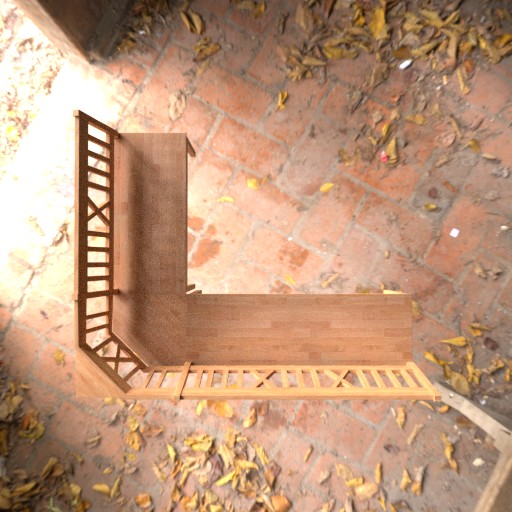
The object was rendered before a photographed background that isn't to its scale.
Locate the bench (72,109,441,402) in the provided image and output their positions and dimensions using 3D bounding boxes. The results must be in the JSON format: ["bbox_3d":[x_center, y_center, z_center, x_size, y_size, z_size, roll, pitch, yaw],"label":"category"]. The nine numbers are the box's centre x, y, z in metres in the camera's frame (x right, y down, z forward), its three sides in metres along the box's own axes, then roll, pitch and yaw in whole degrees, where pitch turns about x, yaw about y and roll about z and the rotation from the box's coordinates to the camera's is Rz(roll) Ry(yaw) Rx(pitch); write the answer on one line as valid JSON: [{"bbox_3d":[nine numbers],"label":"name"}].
[{"bbox_3d":[0.000,0.000,2.777,1.937,0.902,1.537,0,89,0],"label":"bench"}]
